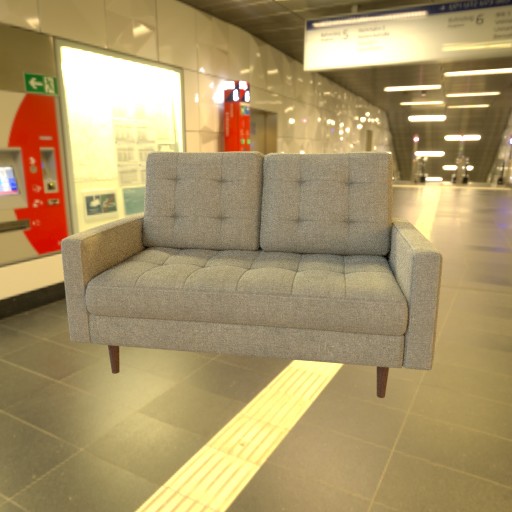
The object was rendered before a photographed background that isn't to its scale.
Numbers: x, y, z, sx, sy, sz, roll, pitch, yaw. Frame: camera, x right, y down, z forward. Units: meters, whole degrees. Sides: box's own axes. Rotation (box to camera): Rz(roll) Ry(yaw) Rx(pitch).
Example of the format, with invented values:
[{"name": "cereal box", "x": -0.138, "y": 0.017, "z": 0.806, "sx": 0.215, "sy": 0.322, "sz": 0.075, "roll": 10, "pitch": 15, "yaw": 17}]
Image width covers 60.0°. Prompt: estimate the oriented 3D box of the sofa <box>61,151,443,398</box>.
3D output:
[{"name": "sofa", "x": 0.000, "y": 0.000, "z": 1.975, "sx": 1.407, "sy": 0.907, "sz": 0.842, "roll": 2, "pitch": 14, "yaw": 10}]
